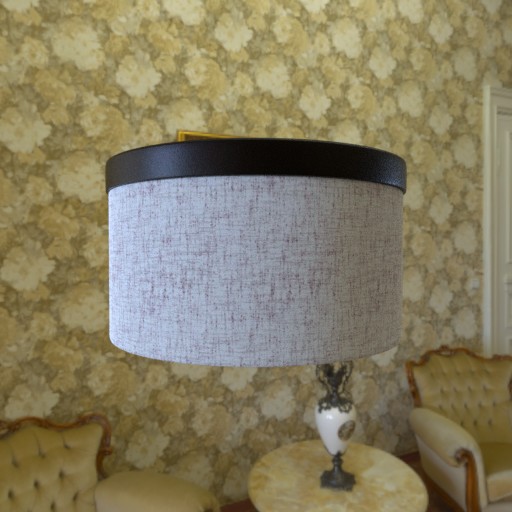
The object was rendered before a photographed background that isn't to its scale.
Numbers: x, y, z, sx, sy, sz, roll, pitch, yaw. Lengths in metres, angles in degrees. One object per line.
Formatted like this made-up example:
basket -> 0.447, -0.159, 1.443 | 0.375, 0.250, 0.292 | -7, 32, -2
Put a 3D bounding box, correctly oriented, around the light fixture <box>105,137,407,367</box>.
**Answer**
light fixture -> 0.000, 0.000, 0.607 | 0.389, 0.229, 0.389 | 0, 1, 0
